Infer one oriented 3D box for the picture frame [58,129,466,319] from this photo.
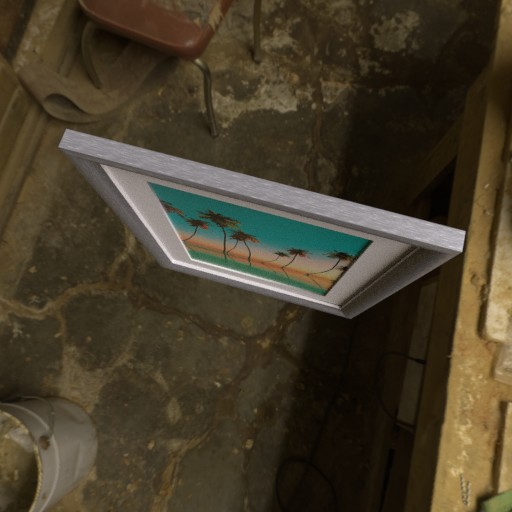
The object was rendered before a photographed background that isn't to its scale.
[{"bbox_3d":[0.000,0.000,0.752,0.454,0.559,0.029,15,76,4],"label":"picture frame"}]
